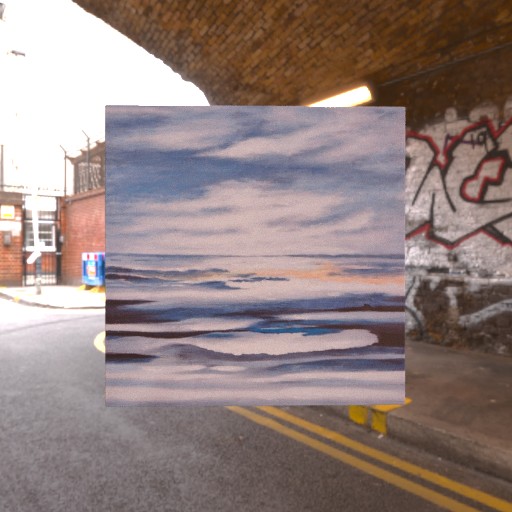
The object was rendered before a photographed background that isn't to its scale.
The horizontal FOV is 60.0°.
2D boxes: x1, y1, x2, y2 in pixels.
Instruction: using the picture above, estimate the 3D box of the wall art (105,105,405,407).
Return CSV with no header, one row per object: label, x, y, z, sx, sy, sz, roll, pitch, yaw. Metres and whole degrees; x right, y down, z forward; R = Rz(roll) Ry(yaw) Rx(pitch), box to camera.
wall art,0.000,0.000,1.117,0.747,0.747,0.035,0,0,-1
